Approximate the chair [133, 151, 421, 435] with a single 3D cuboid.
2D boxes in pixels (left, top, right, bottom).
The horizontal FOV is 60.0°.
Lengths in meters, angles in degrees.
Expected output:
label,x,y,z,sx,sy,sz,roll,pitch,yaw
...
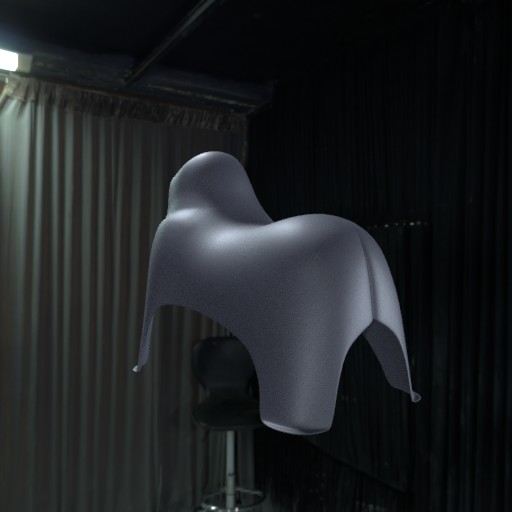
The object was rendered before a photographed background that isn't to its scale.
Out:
label,x,y,z,sx,sy,sz,roll,pitch,yaw
chair,0.000,0.000,1.130,0.490,0.600,0.758,0,0,-36
